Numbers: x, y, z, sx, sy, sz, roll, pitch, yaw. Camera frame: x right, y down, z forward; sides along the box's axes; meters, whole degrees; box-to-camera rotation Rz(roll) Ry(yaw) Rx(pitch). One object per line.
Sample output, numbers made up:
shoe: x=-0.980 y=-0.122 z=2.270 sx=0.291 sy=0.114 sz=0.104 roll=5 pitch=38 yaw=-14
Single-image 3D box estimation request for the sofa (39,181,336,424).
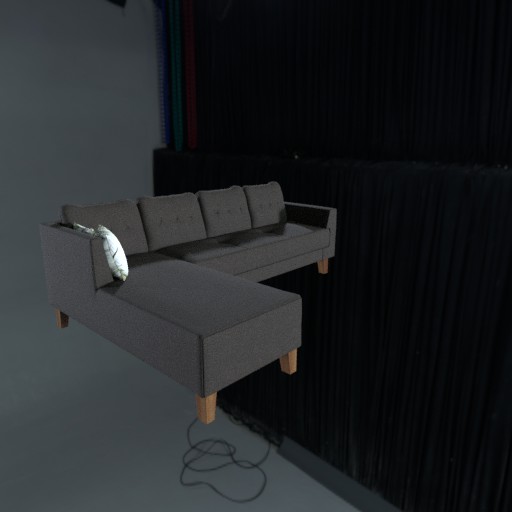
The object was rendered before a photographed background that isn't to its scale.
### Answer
sofa: x=0.000 y=0.000 z=3.607 sx=1.829 sy=0.932 sz=2.679 roll=14 pitch=20 yaw=41
